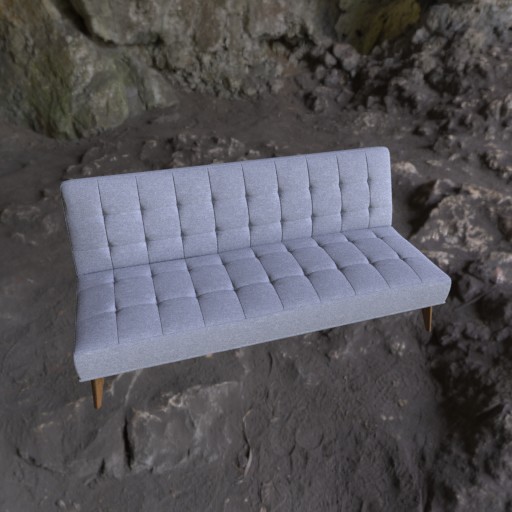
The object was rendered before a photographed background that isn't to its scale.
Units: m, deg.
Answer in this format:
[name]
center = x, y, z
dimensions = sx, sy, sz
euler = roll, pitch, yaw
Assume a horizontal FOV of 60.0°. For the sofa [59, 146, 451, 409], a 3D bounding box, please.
[sofa]
center = 0.000, 0.000, 2.294
dimensions = 1.800, 0.810, 0.860
euler = -9, 33, -14
